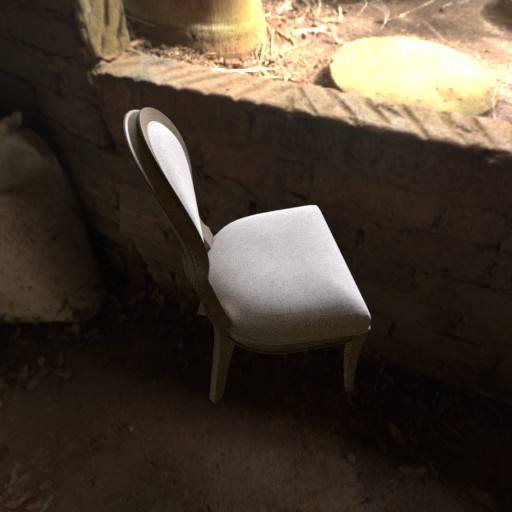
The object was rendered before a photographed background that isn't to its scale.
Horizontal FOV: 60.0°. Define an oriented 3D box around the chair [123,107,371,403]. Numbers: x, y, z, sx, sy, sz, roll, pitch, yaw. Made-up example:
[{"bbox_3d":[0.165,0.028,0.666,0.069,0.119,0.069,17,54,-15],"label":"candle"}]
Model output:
[{"bbox_3d":[0.000,0.000,1.374,0.602,0.990,0.558,-9,47,-8],"label":"chair"}]
